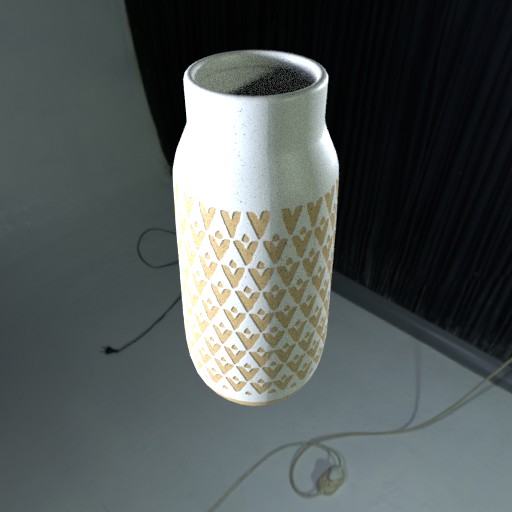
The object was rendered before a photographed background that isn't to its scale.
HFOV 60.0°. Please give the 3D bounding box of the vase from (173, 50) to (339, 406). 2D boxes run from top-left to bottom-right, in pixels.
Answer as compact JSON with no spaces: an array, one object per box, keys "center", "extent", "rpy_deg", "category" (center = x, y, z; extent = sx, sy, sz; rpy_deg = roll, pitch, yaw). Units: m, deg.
[{"center":[0.000,0.000,0.378],"extent":[0.137,0.307,0.137],"rpy_deg":[0,41,0],"category":"vase"}]
